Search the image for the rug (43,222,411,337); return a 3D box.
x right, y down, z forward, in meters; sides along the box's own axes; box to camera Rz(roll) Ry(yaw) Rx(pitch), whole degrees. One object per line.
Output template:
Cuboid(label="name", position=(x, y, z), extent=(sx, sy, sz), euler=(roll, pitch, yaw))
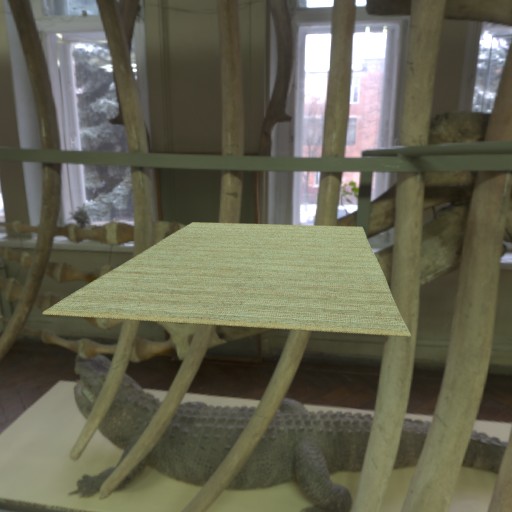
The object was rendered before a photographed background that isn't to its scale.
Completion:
Cuboid(label="rug", position=(0.000, 0.000, 2.324), extent=(1.240, 0.010, 1.824), euler=(2, 14, 8))
